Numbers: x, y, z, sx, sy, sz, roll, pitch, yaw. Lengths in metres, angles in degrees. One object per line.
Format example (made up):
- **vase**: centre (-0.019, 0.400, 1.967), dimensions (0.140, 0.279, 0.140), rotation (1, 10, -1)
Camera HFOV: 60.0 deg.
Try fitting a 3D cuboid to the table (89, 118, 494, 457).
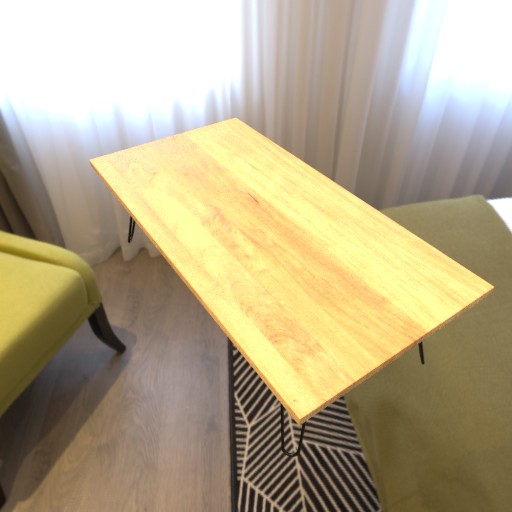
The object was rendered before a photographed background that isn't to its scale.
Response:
- **table**: centre (0.000, 0.000, 1.644), dimensions (0.699, 0.400, 1.348), rotation (-25, 47, -25)
